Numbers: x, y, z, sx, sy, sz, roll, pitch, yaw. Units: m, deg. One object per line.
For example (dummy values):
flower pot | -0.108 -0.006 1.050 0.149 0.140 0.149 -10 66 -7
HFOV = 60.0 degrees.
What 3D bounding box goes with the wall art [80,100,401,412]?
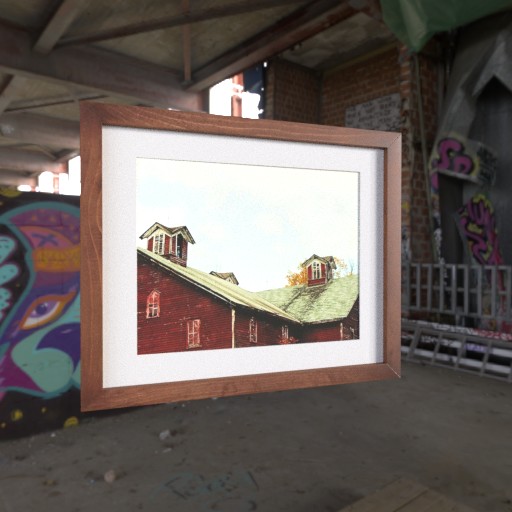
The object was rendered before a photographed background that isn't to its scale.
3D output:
wall art | 0.000 0.000 0.545 0.401 0.328 0.030 0 1 -19
